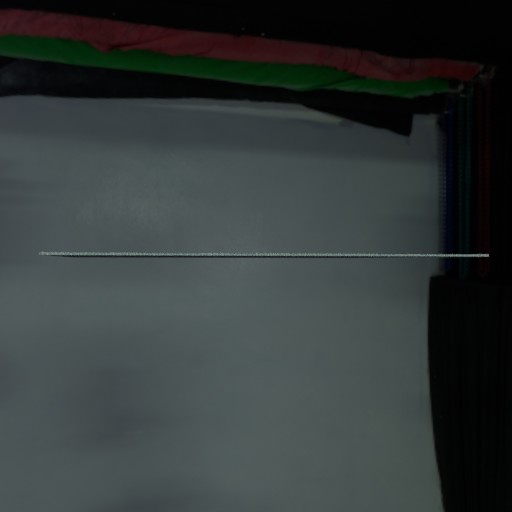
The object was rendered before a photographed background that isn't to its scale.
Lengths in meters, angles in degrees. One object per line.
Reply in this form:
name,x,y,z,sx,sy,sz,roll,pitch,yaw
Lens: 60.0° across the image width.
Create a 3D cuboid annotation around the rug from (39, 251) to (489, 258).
rug,0.000,0.000,2.995,2.438,0.015,1.518,0,-1,-18
